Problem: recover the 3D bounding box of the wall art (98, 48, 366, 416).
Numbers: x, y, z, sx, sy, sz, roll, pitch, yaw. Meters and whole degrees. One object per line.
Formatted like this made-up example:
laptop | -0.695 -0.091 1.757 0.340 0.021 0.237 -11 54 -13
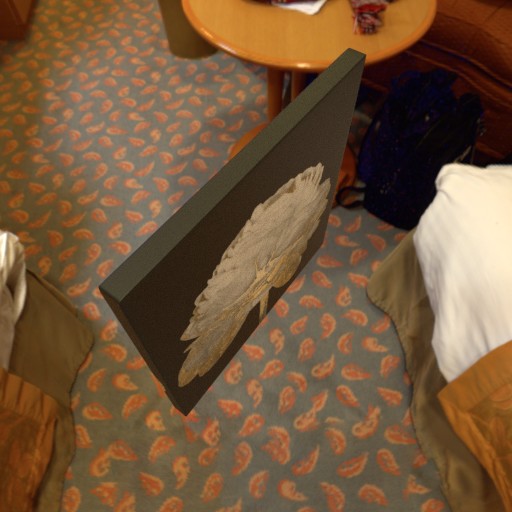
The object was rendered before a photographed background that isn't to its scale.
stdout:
wall art | 0.000 0.000 0.923 0.043 0.611 0.610 32 63 18
